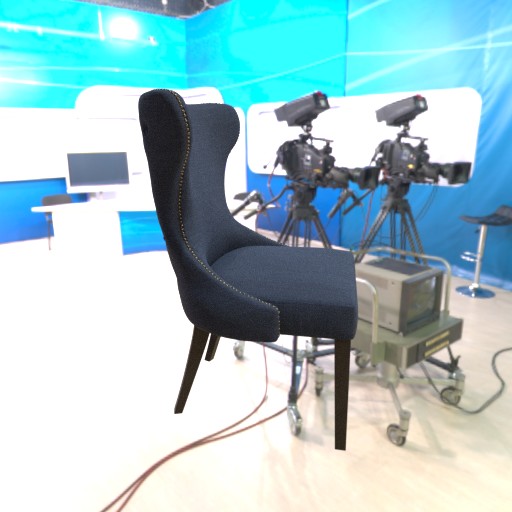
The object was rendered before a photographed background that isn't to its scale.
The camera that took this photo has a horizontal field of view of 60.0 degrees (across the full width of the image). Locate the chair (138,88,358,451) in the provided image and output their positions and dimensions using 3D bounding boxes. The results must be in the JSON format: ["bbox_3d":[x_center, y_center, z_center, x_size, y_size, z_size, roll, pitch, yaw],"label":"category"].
[{"bbox_3d":[0.000,0.000,1.413,0.635,0.967,0.628,3,16,11],"label":"chair"}]
